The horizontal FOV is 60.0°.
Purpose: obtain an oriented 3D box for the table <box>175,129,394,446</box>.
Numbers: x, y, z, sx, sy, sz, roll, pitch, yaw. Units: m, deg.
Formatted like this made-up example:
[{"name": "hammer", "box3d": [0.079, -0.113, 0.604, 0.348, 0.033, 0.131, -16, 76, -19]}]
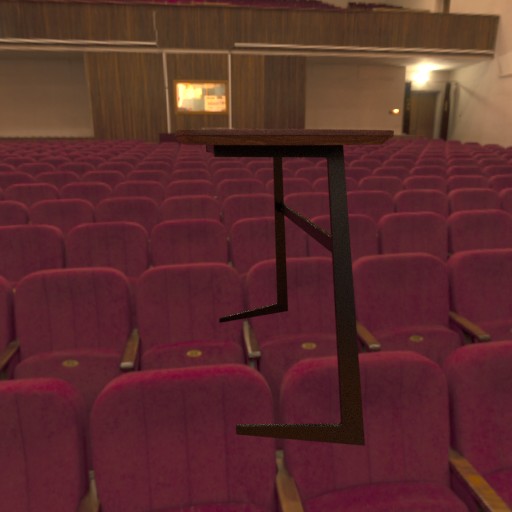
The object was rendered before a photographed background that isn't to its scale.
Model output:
[{"name": "table", "box3d": [0.000, 0.000, 1.086, 0.361, 0.576, 0.804, -2, 15, -8]}]
